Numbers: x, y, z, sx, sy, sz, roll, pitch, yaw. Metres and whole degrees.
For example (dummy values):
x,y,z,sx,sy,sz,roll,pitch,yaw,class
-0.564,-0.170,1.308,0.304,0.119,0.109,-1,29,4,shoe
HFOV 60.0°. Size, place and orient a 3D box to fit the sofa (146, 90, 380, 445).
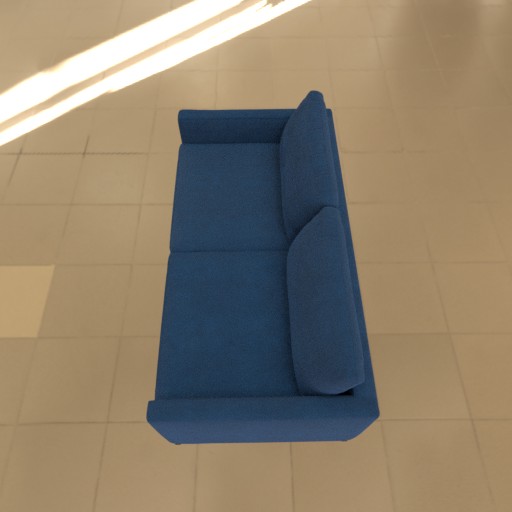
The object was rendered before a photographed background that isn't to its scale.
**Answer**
x,y,z,sx,sy,sz,roll,pitch,yaw,class
0.000,0.000,2.199,0.875,0.817,1.676,-1,59,-1,sofa
